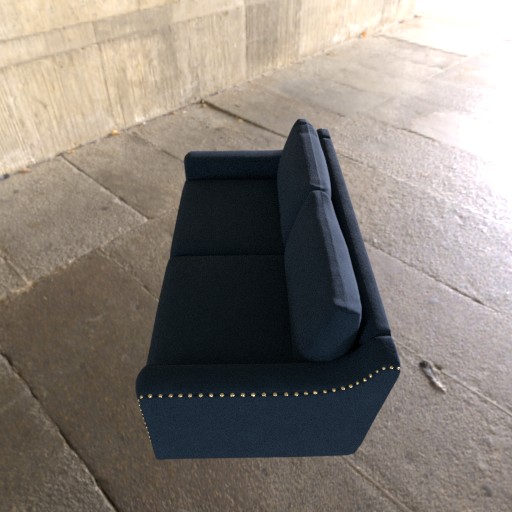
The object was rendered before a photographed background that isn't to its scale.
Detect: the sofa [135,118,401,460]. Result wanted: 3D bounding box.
[{"bbox_3d":[0.000,0.000,2.709,1.104,0.983,2.107,-1,41,-1],"label":"sofa"}]
